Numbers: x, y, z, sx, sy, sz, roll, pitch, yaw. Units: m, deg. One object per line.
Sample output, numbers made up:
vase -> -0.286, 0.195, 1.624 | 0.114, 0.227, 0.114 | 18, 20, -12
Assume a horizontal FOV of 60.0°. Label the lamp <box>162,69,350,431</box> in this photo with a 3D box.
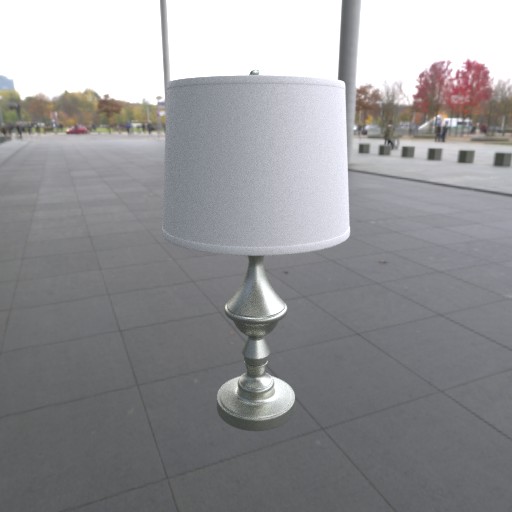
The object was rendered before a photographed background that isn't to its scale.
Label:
lamp -> 0.000, 0.000, 0.938 | 0.383, 0.733, 0.383 | 0, 16, 0
